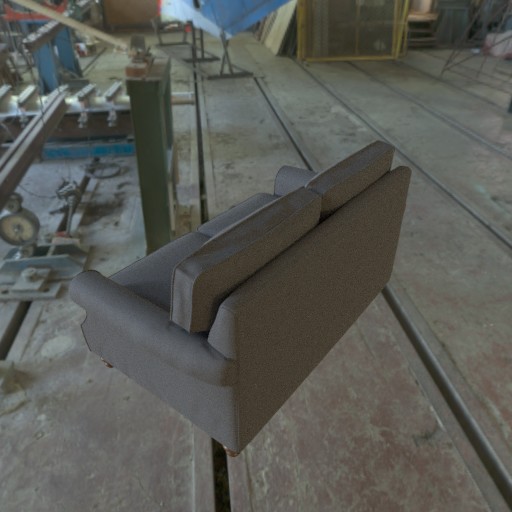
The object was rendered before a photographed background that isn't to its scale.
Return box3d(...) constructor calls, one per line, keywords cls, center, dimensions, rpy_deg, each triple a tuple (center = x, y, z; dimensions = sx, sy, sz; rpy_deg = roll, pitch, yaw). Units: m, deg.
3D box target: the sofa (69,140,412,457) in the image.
box3d(cls="sofa", center=(0.000, 0.000, 2.249), dimensions=(0.964, 0.937, 1.665), rpy_deg=(22, 39, 31))
